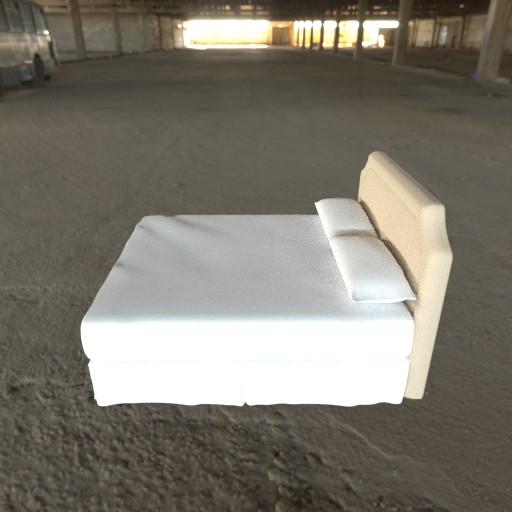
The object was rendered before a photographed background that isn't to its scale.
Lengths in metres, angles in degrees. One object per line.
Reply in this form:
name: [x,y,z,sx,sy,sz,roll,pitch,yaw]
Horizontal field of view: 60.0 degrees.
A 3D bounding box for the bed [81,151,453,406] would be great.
bed: [0.000,0.000,3.975,2.548,1.524,2.134,0,26,-1]
